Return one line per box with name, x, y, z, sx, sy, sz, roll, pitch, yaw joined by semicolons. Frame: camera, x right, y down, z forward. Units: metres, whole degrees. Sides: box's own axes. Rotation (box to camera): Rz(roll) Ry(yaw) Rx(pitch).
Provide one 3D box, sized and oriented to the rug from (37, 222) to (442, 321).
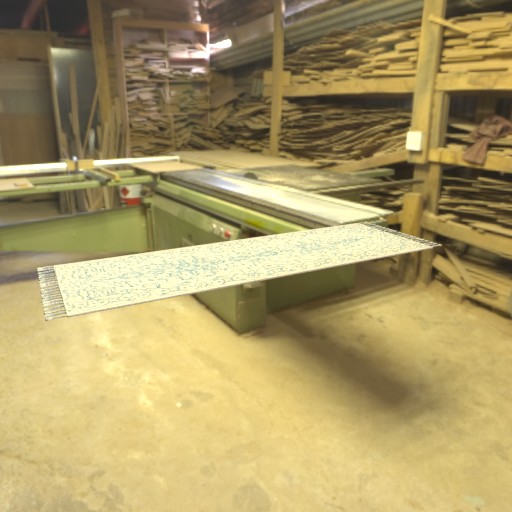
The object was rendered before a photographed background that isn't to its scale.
rug;0.000;0.000;2.765;2.449;0.011;0.774;-9;20;-26
